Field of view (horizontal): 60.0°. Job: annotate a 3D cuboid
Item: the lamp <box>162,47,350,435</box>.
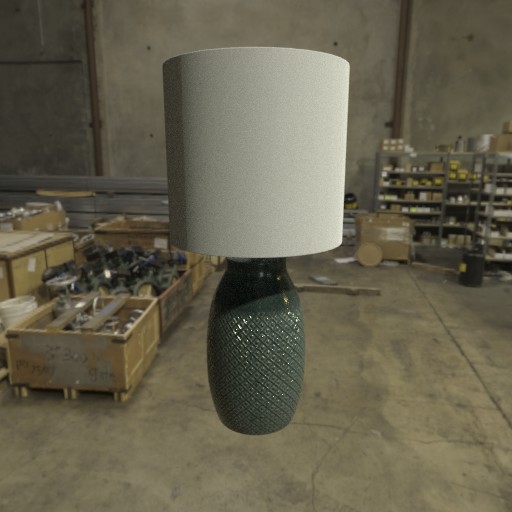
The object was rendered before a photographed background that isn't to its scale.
[{"bbox_3d":[0.000,0.000,0.573,0.217,0.453,0.217,2,13,8],"label":"lamp"}]
